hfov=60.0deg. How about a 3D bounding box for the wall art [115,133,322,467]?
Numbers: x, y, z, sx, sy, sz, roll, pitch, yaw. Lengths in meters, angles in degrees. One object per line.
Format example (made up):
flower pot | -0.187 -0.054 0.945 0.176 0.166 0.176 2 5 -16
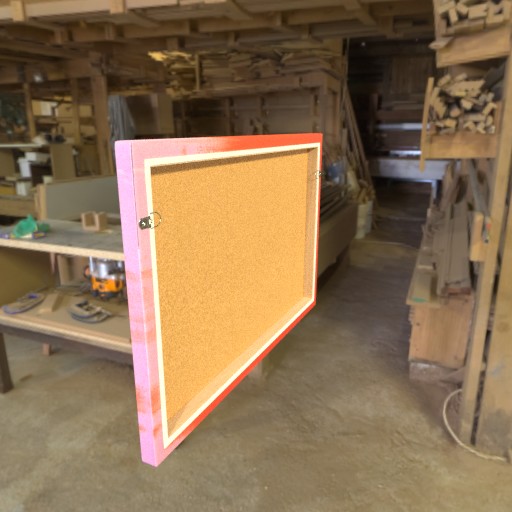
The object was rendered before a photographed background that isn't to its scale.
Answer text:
wall art | 0.000 0.000 1.164 0.040 0.609 0.913 8 18 26
